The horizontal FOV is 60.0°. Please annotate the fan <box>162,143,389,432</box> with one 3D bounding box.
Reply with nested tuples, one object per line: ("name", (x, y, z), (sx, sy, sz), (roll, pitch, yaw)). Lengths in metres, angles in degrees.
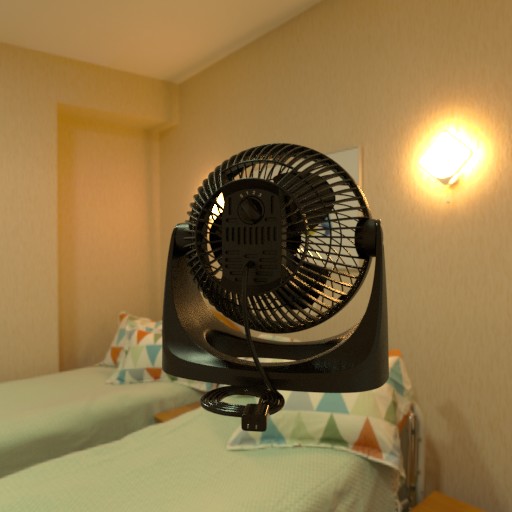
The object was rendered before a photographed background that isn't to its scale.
("fan", (0.000, 0.000, 0.477), (0.273, 0.277, 0.256), (0, 1, 18))
